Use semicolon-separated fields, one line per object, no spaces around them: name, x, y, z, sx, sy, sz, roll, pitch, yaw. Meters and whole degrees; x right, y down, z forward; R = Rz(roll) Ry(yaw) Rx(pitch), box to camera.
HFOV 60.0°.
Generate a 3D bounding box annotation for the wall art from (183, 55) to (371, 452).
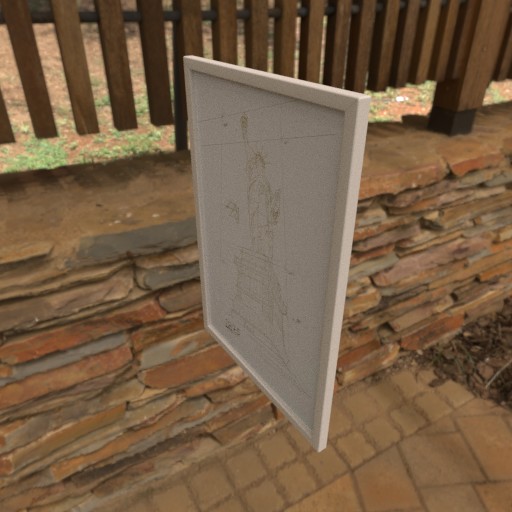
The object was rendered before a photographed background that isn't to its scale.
wall art;0.000;0.000;1.046;0.026;0.813;0.556;-20;36;-29
